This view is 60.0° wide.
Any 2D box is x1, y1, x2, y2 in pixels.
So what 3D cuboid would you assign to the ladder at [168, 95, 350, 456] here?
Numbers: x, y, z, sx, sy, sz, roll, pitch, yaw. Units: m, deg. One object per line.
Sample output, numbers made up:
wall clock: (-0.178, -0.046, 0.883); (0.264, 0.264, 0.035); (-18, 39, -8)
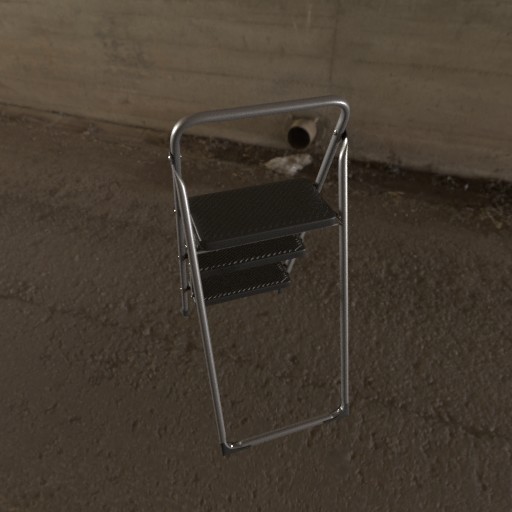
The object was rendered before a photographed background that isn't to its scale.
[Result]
ladder: (0.000, 0.000, 1.275); (0.430, 0.945, 0.629); (-12, 42, -14)
